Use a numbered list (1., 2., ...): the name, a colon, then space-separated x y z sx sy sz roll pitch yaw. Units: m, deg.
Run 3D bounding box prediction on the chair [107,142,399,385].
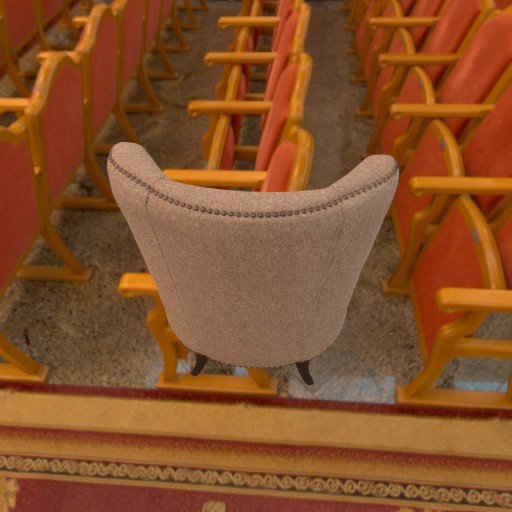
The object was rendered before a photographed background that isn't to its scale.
1. chair: 0.000 0.000 1.582 0.759 1.060 0.758 4 47 3
